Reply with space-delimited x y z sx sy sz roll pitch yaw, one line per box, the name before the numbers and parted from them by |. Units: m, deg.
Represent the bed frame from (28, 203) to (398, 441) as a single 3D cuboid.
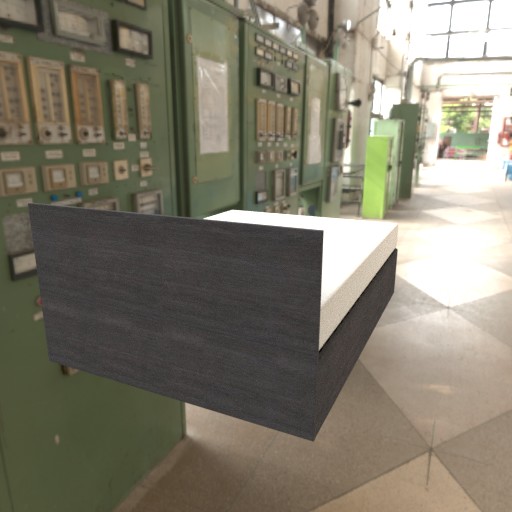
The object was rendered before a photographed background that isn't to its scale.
bed frame | 0.000 0.000 2.663 1.400 0.800 1.900 7 17 25
